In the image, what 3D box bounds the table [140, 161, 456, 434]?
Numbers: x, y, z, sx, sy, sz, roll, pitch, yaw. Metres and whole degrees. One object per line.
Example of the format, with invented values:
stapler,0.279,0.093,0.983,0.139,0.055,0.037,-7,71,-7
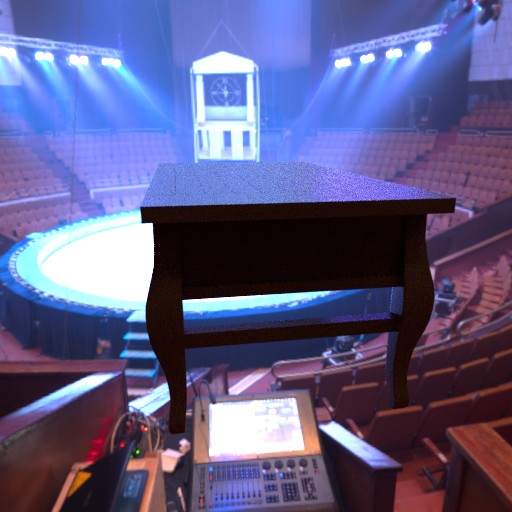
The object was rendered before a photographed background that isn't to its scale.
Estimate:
table,0.000,0.000,1.360,0.600,0.494,1.062,-3,16,-10
